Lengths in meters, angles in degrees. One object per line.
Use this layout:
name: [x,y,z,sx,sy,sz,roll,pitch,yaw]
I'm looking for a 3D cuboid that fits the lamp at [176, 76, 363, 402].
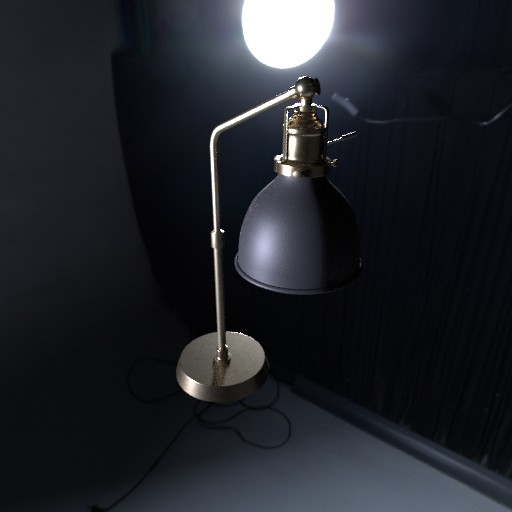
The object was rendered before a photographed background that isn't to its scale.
lamp: [0.000,0.000,0.598,0.291,0.456,0.160,18,31,32]
